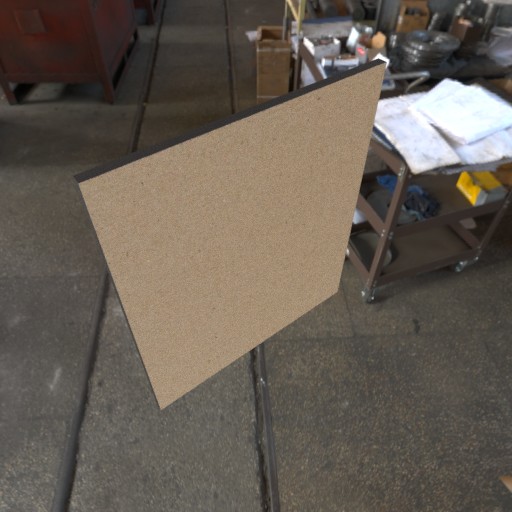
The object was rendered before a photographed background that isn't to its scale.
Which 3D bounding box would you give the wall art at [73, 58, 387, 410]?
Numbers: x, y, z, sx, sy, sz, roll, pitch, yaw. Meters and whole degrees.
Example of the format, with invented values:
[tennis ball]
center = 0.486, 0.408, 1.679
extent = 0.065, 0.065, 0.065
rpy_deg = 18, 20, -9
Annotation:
[wall art]
center = 0.000, 0.000, 1.205
extent = 0.755, 0.863, 0.028
rpy_deg = -29, 53, -25
